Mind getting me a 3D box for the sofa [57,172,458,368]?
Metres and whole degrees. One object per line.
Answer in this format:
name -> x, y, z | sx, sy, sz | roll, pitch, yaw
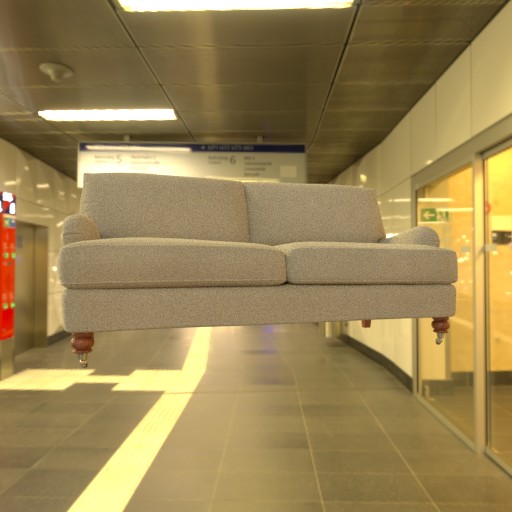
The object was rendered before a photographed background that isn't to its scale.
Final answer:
sofa -> 0.000, 0.000, 2.605 | 2.070, 0.997, 1.091 | 0, -1, -18
